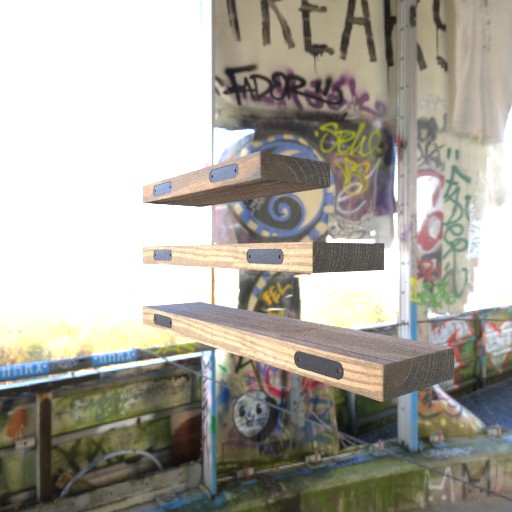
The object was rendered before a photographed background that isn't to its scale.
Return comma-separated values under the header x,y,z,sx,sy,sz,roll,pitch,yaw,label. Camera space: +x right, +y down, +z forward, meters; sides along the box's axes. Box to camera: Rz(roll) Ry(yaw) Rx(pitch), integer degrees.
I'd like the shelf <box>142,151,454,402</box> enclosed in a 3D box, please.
x,y,z,sx,sy,sz,roll,pitch,yaw,label
0.000,0.000,0.735,0.140,0.293,0.610,0,1,-37,shelf
